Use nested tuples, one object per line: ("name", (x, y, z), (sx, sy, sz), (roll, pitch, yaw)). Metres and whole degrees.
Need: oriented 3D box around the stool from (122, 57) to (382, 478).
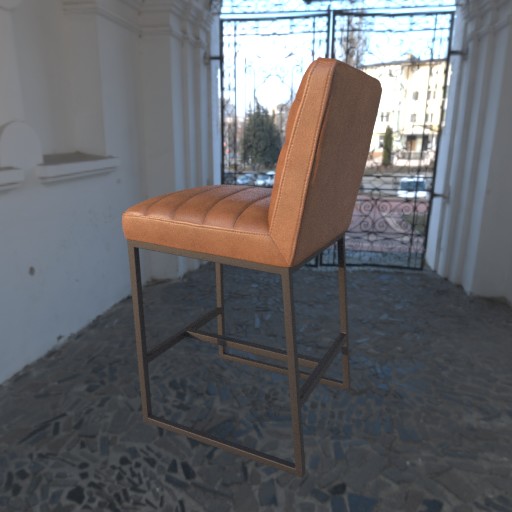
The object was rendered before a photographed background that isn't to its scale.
("stool", (0.000, 0.000, 1.227), (0.556, 0.940, 0.458), (8, 17, 25))
